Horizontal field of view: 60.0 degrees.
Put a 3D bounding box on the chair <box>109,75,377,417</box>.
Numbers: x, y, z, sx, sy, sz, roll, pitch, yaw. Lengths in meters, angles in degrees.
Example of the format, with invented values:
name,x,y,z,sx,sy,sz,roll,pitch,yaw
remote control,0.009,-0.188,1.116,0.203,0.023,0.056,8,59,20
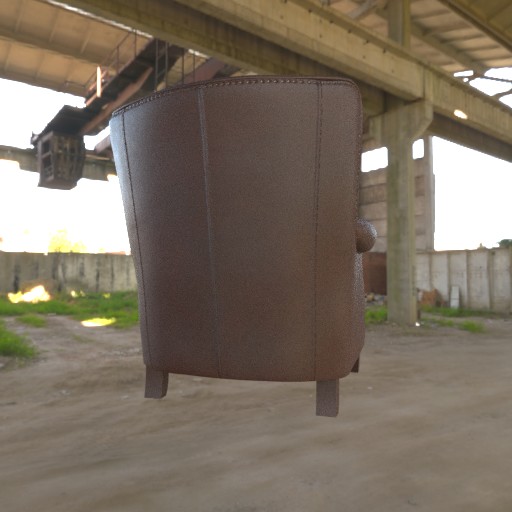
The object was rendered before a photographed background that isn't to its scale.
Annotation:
name,x,y,z,sx,sy,sz,roll,pitch,yaw
chair,0.000,0.000,1.343,0.700,0.800,0.746,-1,-3,19
